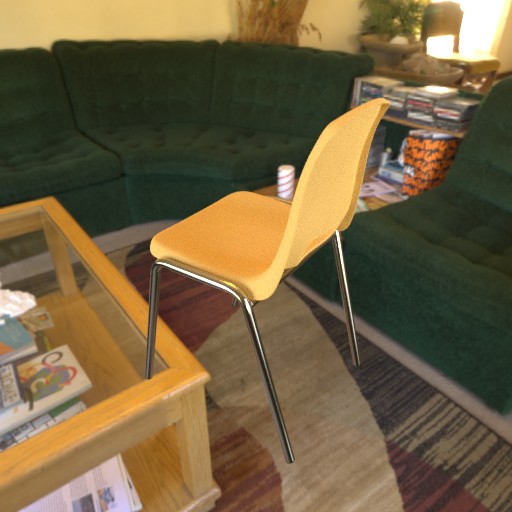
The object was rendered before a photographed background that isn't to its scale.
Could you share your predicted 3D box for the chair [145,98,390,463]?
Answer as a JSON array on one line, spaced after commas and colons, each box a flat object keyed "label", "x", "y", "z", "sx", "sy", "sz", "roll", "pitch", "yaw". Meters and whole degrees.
[{"label": "chair", "x": 0.000, "y": 0.000, "z": 0.971, "sx": 0.436, "sy": 0.704, "sz": 0.381, "roll": 21, "pitch": 38, "yaw": 29}]
